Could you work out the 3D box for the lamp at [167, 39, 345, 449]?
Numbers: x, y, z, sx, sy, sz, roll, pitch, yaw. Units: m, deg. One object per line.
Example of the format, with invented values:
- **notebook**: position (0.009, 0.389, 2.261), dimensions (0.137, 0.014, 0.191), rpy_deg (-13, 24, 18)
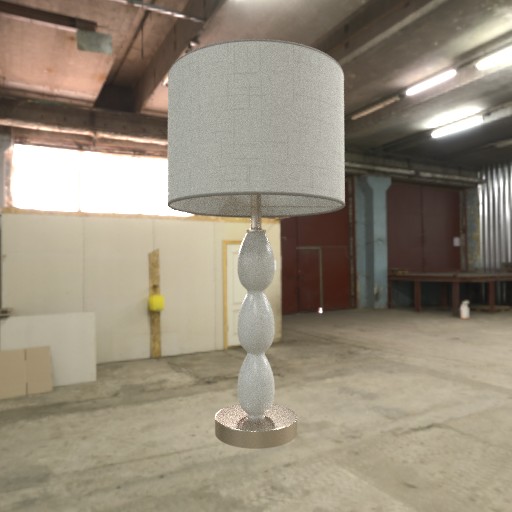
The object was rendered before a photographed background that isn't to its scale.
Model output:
- **lamp**: position (0.000, 0.000, 0.710), dimensions (0.280, 0.559, 0.282), rpy_deg (0, -1, 0)
